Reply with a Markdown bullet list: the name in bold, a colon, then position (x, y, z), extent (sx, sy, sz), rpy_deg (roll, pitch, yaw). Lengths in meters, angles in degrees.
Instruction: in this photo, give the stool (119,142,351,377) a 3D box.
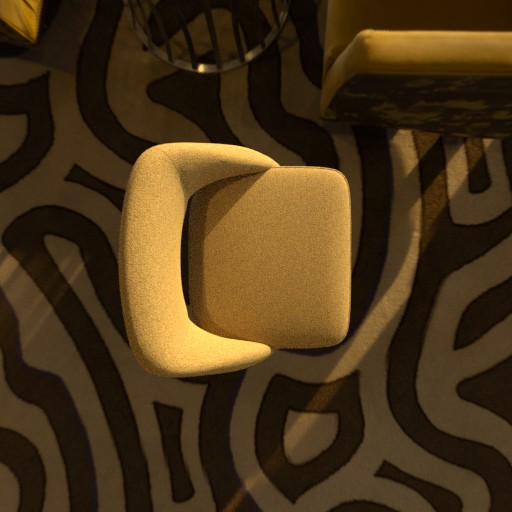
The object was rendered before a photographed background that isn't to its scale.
- **stool**: position (0.000, 0.000, 1.330), extent (0.522, 1.032, 0.536), rpy_deg (0, 91, 0)
